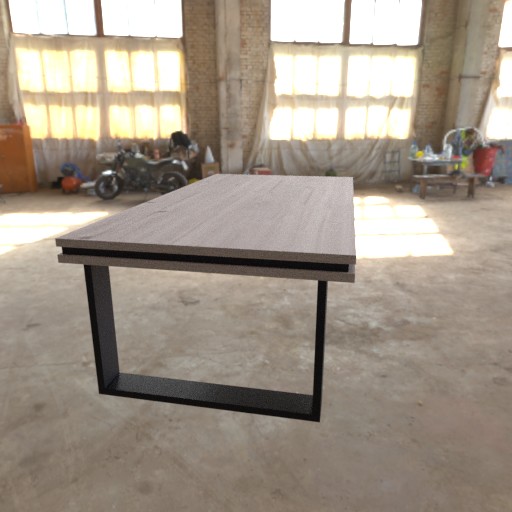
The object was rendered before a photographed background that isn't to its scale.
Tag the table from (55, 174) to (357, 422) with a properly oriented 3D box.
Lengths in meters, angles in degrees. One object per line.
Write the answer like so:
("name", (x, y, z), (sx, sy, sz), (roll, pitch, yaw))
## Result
("table", (0.000, 0.000, 1.684), (0.700, 0.450, 1.350), (3, 17, 11))
